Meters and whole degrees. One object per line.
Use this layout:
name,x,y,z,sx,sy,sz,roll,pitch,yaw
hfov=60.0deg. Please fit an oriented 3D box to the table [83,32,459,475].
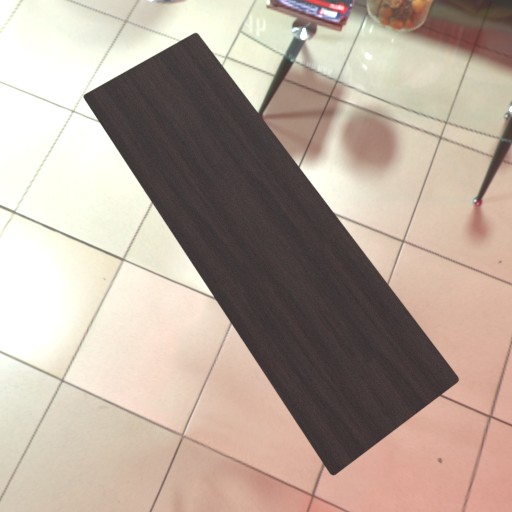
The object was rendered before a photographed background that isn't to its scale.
table,0.000,0.000,1.724,0.449,0.750,1.399,-33,78,-8
